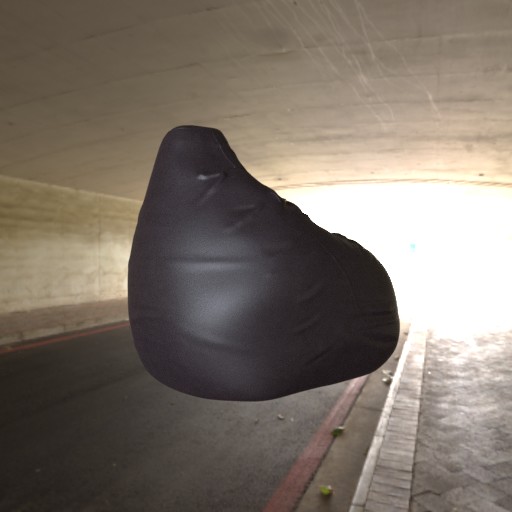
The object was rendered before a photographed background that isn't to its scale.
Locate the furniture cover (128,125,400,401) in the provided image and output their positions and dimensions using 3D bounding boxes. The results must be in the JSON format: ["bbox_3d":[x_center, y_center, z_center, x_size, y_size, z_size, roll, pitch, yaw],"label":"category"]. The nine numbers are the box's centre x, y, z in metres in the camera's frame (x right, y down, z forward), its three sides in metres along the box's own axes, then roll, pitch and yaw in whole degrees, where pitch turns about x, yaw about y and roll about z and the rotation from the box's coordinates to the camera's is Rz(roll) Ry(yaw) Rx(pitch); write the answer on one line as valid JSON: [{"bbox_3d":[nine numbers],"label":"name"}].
[{"bbox_3d":[0.000,0.000,1.920,1.070,0.990,1.070,0,0,-36],"label":"furniture cover"}]
